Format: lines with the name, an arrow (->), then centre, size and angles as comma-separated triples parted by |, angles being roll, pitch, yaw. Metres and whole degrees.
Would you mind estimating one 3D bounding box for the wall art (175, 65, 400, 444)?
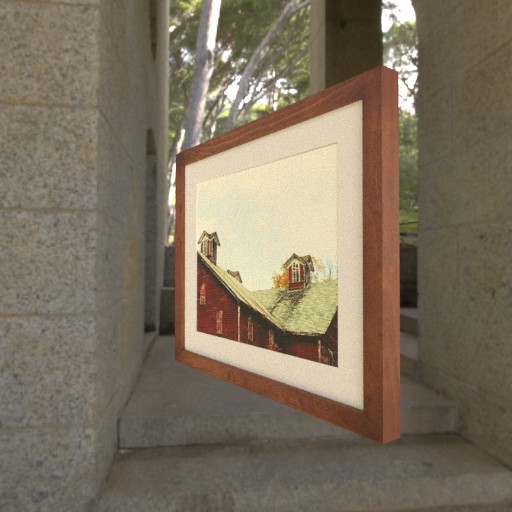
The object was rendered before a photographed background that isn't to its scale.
wall art -> 0.000, 0.000, 0.768 | 0.033, 0.457, 0.558 | 1, -1, -36
